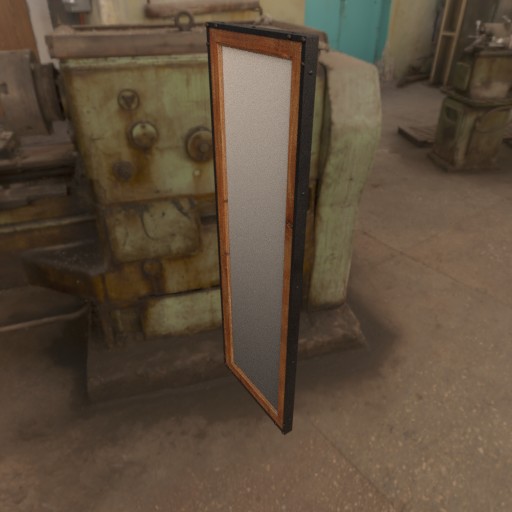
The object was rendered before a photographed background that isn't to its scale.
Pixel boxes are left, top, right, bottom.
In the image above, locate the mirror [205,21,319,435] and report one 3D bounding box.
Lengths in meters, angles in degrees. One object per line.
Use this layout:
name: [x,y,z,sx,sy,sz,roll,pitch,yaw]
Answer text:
mirror: [0.000,0.000,1.169,0.042,1.080,0.354,-20,37,-29]
